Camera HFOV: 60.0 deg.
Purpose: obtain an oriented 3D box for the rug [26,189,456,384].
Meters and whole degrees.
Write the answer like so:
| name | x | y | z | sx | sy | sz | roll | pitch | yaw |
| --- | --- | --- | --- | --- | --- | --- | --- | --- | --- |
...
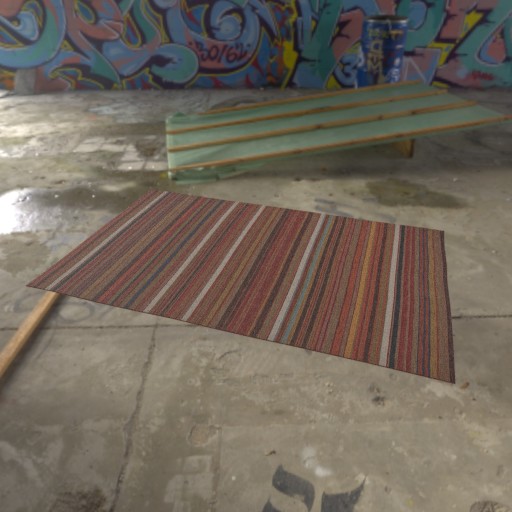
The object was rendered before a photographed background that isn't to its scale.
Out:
| name | x | y | z | sx | sy | sz | roll | pitch | yaw |
| --- | --- | --- | --- | --- | --- | --- | --- | --- | --- |
| rug | 0.000 | 0.000 | 2.974 | 2.438 | 0.008 | 1.523 | 10 | 34 | 15 |
